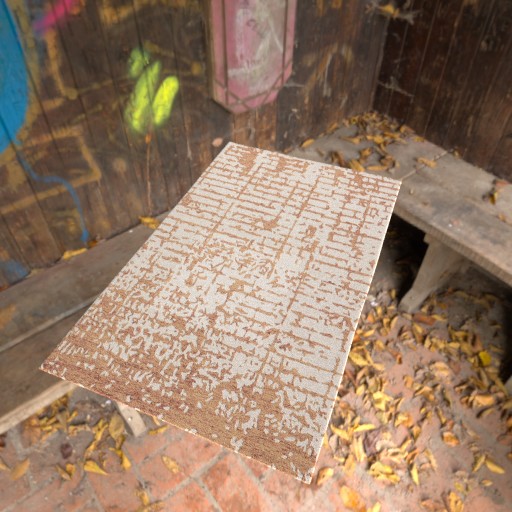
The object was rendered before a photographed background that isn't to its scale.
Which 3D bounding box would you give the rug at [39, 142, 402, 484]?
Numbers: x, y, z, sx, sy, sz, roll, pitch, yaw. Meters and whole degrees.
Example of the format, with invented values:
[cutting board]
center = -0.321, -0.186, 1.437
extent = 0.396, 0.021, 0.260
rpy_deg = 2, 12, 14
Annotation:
[rug]
center = 0.000, 0.000, 2.954
extent = 1.517, 0.011, 2.435
rpy_deg = 16, 48, 15
